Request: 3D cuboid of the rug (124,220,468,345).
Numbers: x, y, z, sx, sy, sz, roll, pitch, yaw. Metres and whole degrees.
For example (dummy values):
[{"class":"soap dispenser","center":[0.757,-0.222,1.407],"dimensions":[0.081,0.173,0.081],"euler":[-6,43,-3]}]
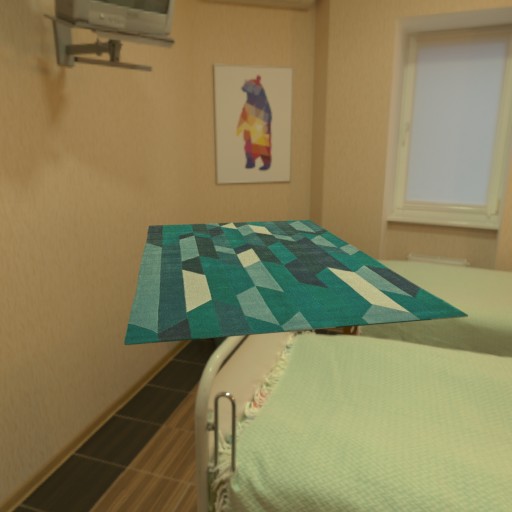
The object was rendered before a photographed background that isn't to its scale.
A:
[{"class":"rug","center":[0.000,0.000,3.028],"dimensions":[1.528,0.005,2.420],"euler":[-3,15,-10]}]
